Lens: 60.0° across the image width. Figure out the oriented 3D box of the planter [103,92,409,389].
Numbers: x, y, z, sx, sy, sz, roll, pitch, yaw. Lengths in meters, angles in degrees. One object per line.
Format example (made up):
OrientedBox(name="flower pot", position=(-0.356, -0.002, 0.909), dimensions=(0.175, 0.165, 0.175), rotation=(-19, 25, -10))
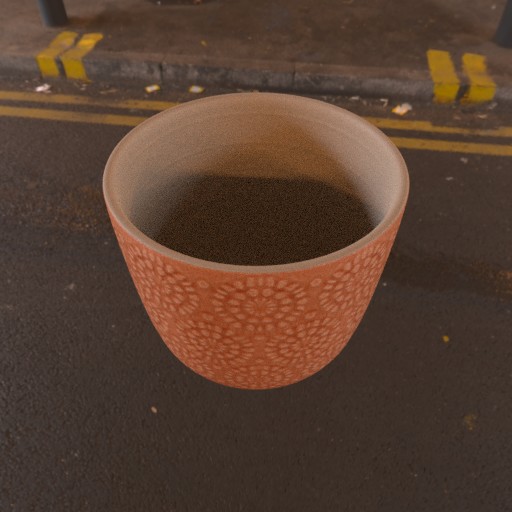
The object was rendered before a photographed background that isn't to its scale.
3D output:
OrientedBox(name="planter", position=(0.000, 0.000, 0.375), dimensions=(0.208, 0.190, 0.208), rotation=(0, 46, 0))
